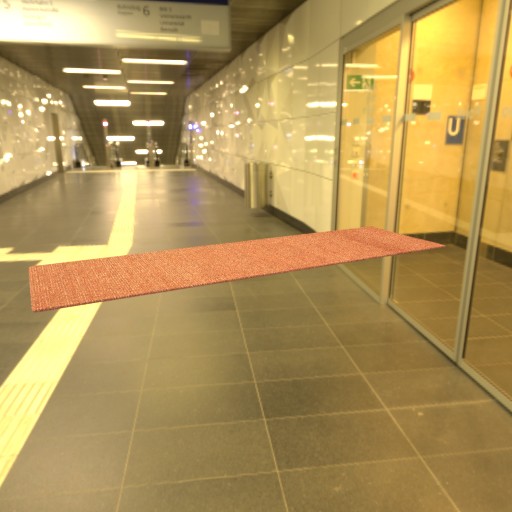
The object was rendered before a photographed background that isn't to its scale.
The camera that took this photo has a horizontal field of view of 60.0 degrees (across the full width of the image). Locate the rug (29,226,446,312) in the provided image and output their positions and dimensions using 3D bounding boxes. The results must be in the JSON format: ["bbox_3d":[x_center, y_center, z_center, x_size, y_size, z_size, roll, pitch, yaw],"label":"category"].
[{"bbox_3d":[0.000,0.000,2.522,2.307,0.012,0.687,-8,17,-26],"label":"rug"}]
